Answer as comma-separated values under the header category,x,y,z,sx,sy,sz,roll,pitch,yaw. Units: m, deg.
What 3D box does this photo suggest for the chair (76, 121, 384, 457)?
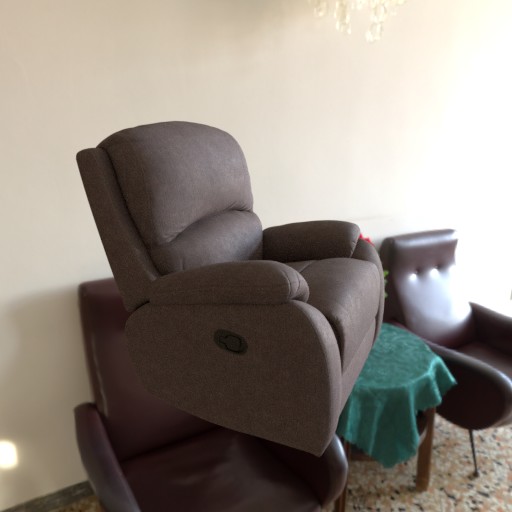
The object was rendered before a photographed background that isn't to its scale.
category,x,y,z,sx,sy,sz,roll,pitch,yaw
chair,0.000,0.000,1.723,0.899,1.011,0.930,7,17,24
